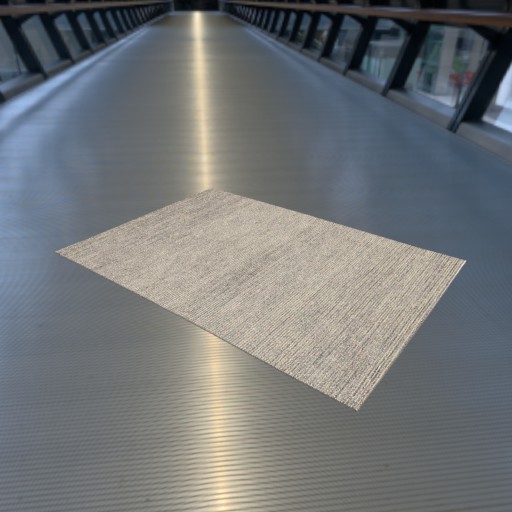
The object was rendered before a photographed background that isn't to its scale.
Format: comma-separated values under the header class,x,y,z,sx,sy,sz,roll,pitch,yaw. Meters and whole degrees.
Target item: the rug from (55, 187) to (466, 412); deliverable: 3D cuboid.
class,x,y,z,sx,sy,sz,roll,pitch,yaw
rug,0.000,0.000,3.006,2.307,0.030,1.604,21,35,32
